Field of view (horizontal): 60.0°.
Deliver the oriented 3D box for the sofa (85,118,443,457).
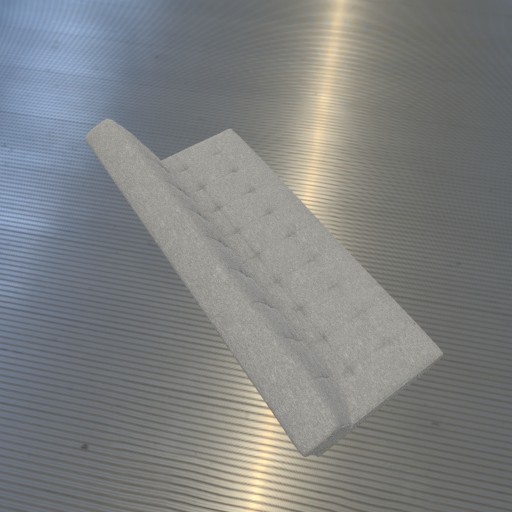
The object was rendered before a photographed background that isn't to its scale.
[{"bbox_3d":[0.000,0.000,2.233,0.860,0.810,1.800,-31,63,-17],"label":"sofa"}]
